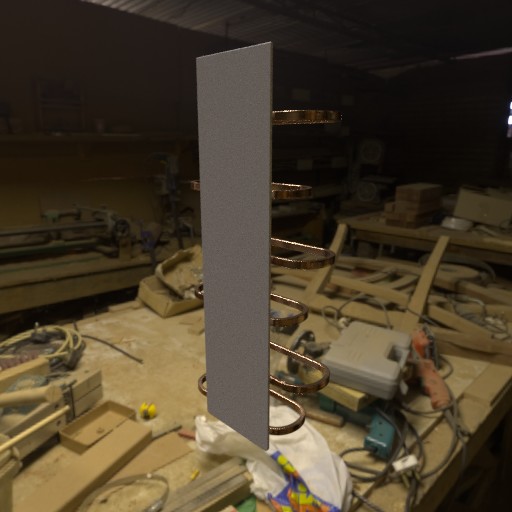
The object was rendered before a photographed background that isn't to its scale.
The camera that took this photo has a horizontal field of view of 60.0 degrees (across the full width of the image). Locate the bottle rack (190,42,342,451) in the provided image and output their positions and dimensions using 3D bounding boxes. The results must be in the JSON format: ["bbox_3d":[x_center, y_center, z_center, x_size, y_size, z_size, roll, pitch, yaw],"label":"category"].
[{"bbox_3d":[0.000,0.000,0.847,0.118,0.709,0.332,-14,20,-43],"label":"bottle rack"}]
